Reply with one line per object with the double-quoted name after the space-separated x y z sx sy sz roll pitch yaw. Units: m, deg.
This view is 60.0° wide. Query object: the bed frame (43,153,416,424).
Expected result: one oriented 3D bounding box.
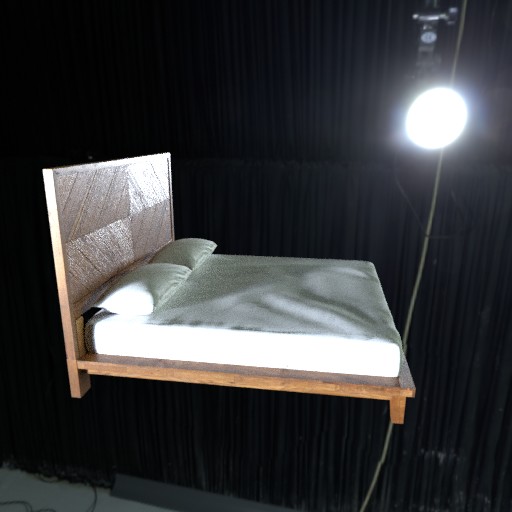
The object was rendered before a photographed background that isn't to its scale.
0.000 0.000 3.628 2.235 1.537 2.038 2 16 9 "bed frame"
